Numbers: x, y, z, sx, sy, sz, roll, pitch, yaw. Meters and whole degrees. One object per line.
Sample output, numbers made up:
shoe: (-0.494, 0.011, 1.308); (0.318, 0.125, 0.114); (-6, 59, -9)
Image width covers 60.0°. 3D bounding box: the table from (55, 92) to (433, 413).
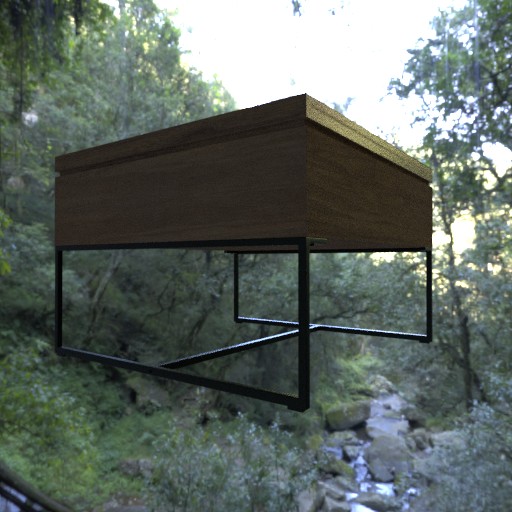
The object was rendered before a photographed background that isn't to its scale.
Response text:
table: (0.000, 0.000, 1.110); (0.676, 0.464, 0.679); (0, -1, 36)
